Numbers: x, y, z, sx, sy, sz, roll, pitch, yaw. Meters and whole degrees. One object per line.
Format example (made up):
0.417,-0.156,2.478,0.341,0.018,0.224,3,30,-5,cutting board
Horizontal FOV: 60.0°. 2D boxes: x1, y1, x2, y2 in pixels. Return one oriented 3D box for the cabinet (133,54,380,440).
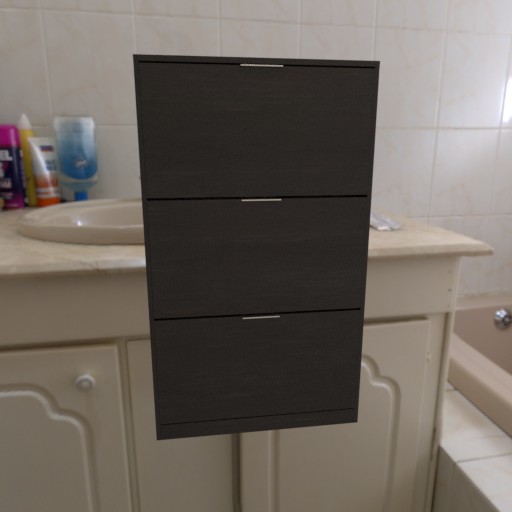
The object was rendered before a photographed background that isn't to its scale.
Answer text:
0.000,0.000,1.590,0.750,1.280,0.250,-2,14,-8,cabinet
